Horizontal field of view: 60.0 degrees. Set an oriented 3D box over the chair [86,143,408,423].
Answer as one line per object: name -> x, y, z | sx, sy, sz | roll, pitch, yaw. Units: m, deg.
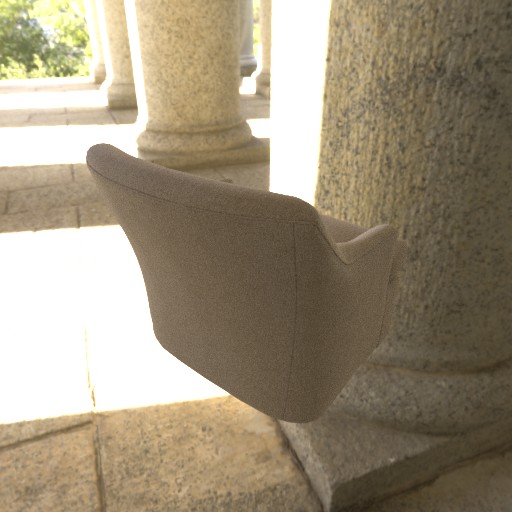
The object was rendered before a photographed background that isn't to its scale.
chair -> 0.000, 0.000, 1.582 | 0.864, 0.856, 0.923 | 22, 36, 34
